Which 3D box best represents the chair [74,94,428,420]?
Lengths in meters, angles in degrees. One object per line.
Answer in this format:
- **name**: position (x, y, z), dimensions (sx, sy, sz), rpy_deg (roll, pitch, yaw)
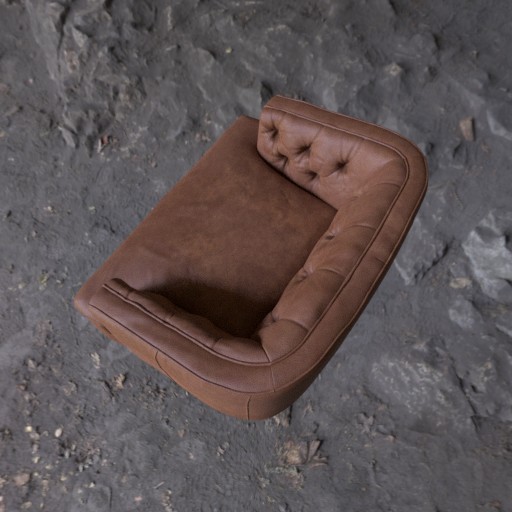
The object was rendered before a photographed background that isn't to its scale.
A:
- **chair**: position (0.000, 0.000, 1.735), dimensions (0.911, 0.836, 1.119), rpy_deg (31, 67, 15)
